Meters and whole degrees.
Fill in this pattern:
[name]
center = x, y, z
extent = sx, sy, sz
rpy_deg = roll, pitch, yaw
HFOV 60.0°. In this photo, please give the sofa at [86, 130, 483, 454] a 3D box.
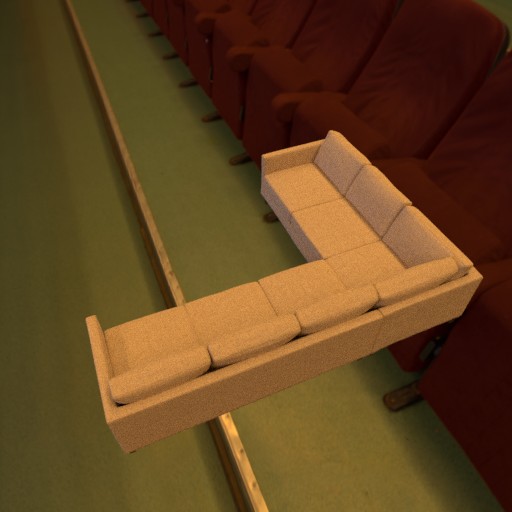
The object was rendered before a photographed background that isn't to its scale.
[sofa]
center = 0.000, 0.000, 4.252
extent = 3.182, 0.863, 2.432
rpy_deg = -17, 49, -16
